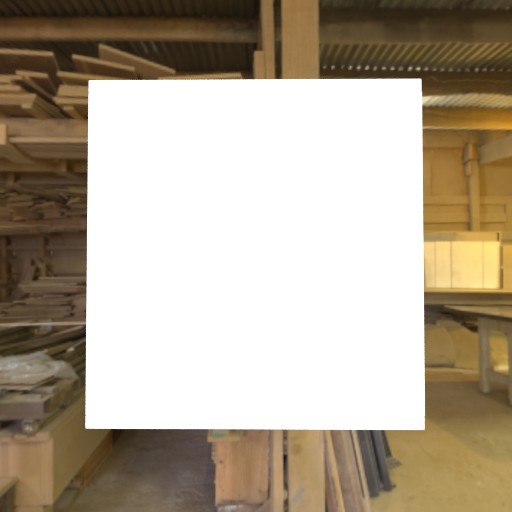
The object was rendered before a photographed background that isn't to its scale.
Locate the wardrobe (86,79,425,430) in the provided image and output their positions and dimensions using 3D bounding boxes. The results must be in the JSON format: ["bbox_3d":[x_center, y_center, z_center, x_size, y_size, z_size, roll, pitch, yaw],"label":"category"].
[{"bbox_3d":[0.000,0.000,0.858,0.500,0.520,0.400,0,-1,1],"label":"wardrobe"}]
